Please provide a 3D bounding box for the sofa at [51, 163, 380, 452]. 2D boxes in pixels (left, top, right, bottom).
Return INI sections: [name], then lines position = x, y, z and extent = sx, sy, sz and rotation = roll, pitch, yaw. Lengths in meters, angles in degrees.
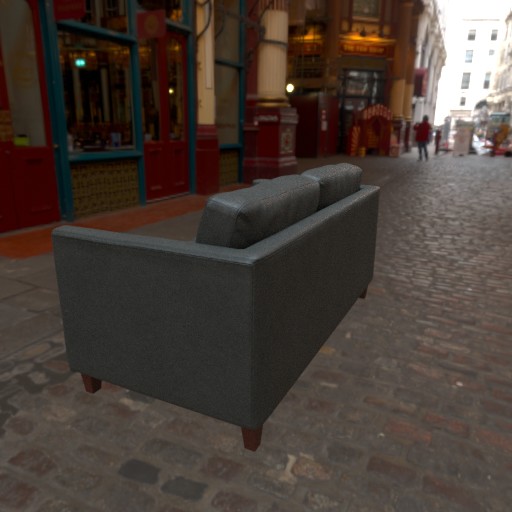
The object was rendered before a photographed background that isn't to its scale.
[sofa]
position = 0.000, 0.000, 2.431
extent = 0.951, 0.933, 1.883
rotation = 8, 18, 26
